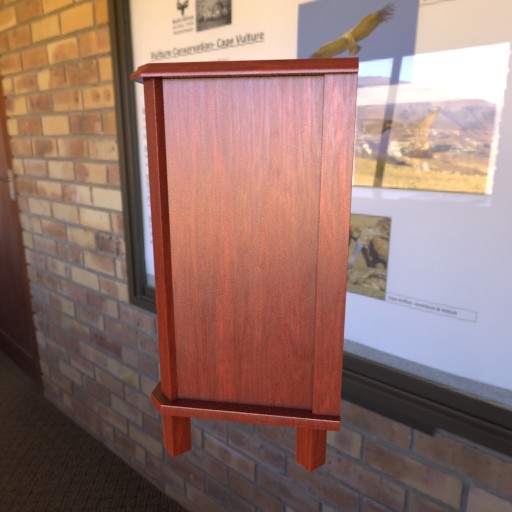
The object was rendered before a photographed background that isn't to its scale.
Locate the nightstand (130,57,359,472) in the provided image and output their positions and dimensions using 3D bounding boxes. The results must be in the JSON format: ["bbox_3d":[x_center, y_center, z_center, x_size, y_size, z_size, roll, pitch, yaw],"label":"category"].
[{"bbox_3d":[0.000,0.000,0.916,0.351,0.681,0.435,2,14,8],"label":"nightstand"}]
